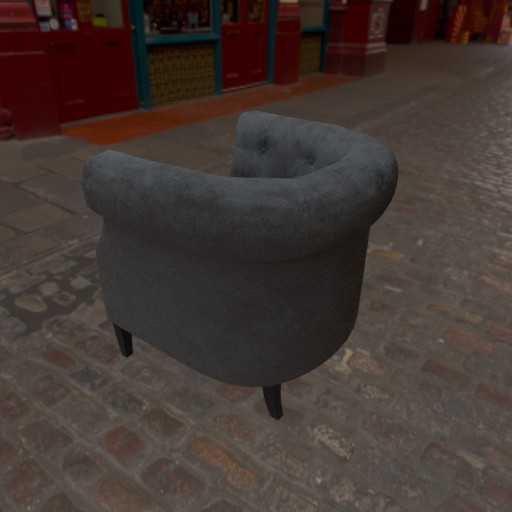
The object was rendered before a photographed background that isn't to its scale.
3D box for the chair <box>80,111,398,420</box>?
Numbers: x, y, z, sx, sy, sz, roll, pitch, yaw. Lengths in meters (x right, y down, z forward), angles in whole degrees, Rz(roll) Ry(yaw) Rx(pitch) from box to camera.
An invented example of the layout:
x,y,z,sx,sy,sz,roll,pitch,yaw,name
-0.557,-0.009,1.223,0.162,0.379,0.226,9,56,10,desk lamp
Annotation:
x,y,z,sx,sy,sz,roll,pitch,yaw,name
0.000,0.000,1.583,0.851,0.826,0.904,20,35,31,chair
